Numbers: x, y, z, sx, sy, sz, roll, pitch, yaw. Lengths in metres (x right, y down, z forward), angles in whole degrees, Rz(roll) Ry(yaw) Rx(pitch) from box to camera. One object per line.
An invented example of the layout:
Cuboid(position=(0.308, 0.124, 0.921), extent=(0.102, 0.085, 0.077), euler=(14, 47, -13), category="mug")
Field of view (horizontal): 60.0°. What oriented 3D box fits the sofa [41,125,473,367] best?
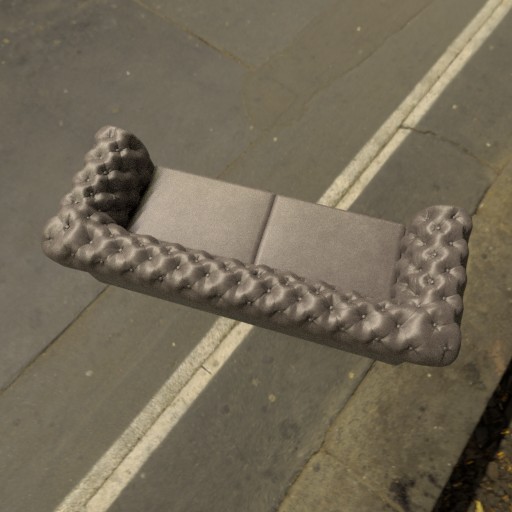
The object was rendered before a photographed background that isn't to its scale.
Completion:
Cuboid(position=(0.000, 0.000, 2.795), extent=(2.385, 0.783, 0.944), euler=(15, 65, 7), category="sofa")
